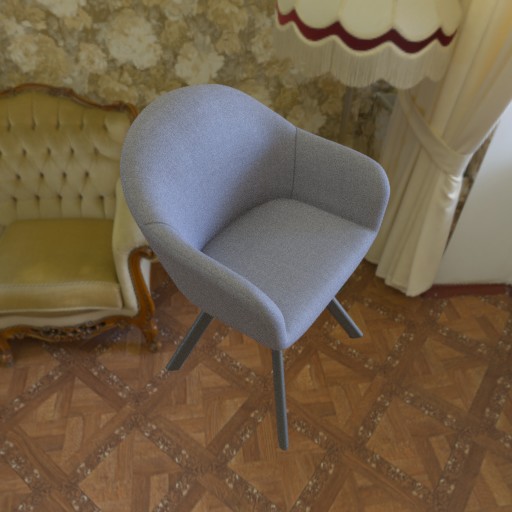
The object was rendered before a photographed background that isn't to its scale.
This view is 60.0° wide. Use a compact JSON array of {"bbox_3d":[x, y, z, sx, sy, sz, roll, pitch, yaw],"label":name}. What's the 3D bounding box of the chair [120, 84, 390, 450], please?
[{"bbox_3d":[0.000,0.000,1.209,0.550,0.795,0.590,26,48,25],"label":"chair"}]
